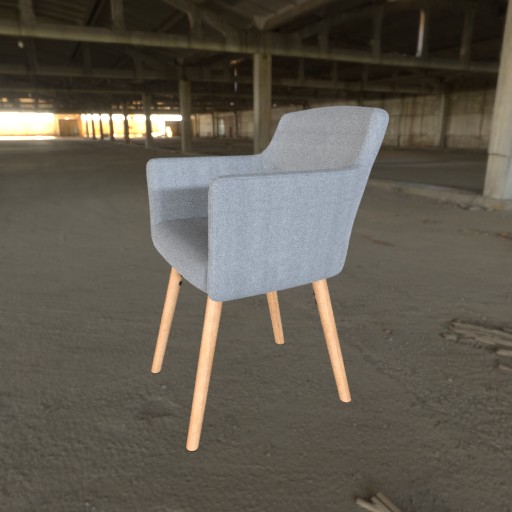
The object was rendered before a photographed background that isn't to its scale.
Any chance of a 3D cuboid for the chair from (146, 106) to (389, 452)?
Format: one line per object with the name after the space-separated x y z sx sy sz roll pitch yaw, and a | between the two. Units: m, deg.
0.000 0.000 1.204 0.540 0.780 0.570 -8 18 -24 | chair
